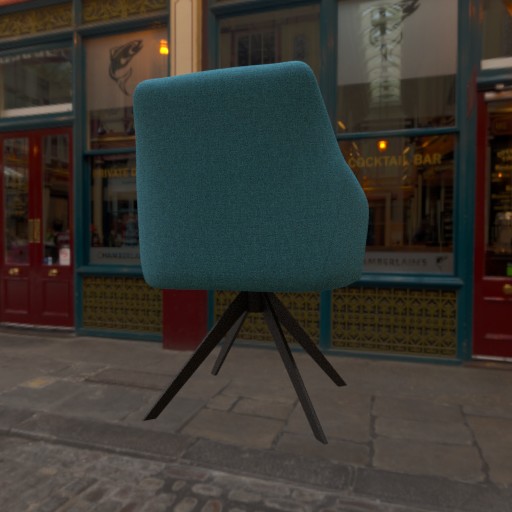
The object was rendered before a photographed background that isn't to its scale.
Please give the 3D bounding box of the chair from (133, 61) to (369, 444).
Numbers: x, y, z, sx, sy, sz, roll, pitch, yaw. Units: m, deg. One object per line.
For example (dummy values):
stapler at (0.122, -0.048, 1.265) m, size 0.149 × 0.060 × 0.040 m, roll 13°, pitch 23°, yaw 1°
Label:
chair at (0.000, 0.000, 1.330) m, size 0.642 × 0.874 × 0.677 m, roll 0°, pitch 1°, yaw 17°
